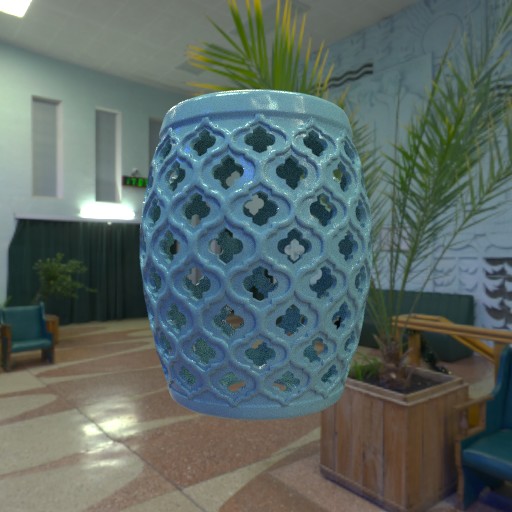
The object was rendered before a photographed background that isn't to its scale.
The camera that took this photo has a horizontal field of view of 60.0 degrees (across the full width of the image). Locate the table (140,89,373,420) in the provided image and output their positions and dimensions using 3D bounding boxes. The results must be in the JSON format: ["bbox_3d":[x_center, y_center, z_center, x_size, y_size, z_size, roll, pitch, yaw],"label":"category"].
[{"bbox_3d":[0.000,0.000,0.638,0.325,0.388,0.325,0,0,0],"label":"table"}]
